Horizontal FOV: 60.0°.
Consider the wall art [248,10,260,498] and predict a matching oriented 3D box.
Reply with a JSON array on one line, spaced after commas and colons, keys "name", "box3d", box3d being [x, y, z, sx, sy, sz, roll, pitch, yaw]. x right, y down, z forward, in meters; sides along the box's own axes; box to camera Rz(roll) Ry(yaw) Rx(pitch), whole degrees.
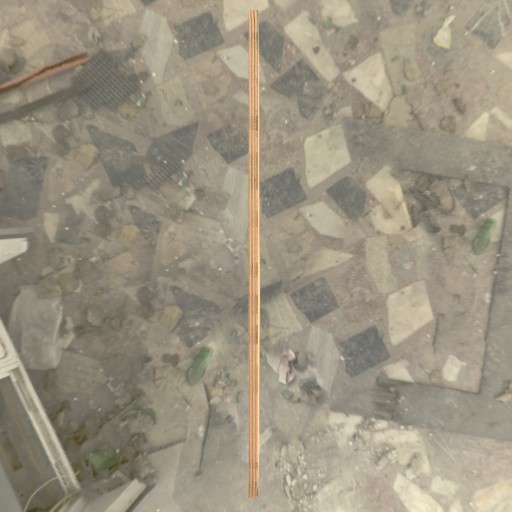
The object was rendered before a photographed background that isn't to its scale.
[{"name": "wall art", "box3d": [0.000, 0.000, 0.665, 0.010, 0.408, 0.508, 0, 88, 1]}]
